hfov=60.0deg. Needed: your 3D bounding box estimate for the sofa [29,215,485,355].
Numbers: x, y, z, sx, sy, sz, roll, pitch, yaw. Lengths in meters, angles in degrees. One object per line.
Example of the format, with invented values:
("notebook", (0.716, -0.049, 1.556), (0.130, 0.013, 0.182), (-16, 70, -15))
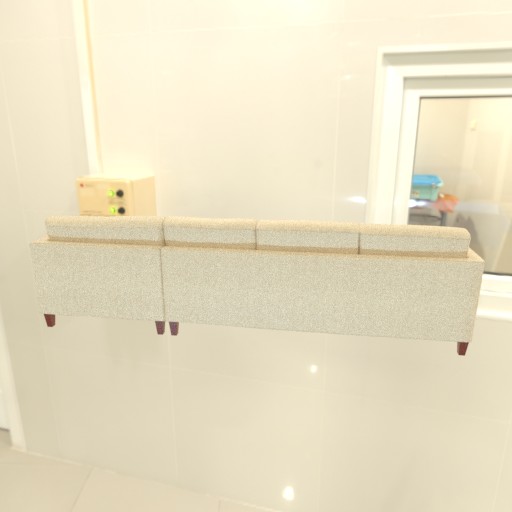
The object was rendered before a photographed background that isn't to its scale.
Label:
("sofa", (0.000, 0.000, 4.118), (3.471, 0.954, 1.603), (2, 17, 8))
